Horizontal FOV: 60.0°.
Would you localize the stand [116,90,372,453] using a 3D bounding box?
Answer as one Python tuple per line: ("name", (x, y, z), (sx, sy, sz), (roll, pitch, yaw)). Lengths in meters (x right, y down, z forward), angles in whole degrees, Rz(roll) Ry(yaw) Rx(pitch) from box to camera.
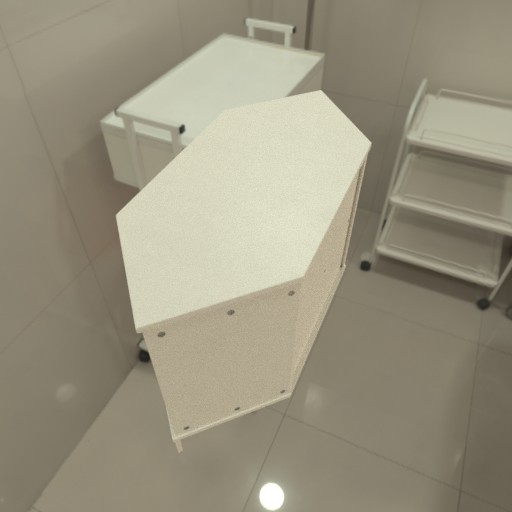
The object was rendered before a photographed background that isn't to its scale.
("stand", (0.000, 0.000, 1.382), (0.477, 0.614, 1.072), (18, 48, 17))
